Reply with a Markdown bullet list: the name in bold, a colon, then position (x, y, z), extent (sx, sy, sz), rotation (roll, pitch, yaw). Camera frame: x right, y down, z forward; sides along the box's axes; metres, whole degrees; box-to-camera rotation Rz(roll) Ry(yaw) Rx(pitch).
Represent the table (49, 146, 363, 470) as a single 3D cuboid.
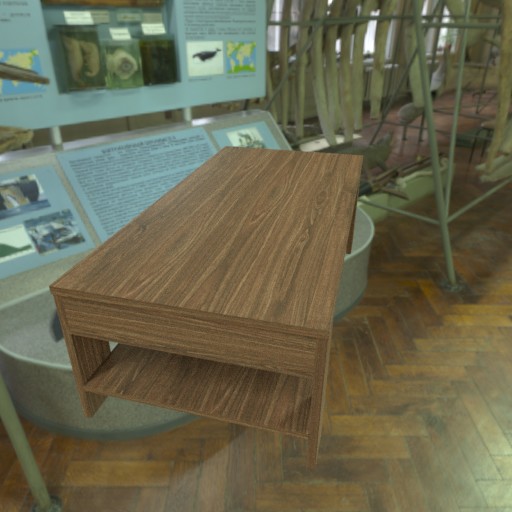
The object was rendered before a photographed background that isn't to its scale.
- **table**: position (0.000, 0.000, 1.487), extent (0.600, 0.400, 1.200), rotation (7, 29, 13)
